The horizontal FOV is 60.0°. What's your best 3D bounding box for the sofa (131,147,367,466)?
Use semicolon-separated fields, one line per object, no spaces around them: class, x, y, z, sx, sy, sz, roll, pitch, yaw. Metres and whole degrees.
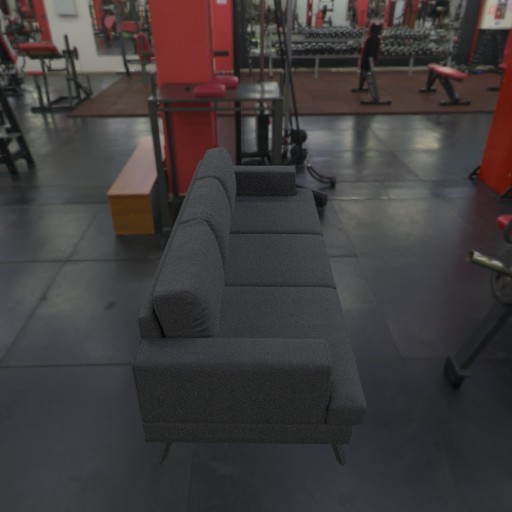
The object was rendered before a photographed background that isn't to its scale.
sofa;0.000;0.000;2.723;0.920;0.810;2.310;0;30;1
